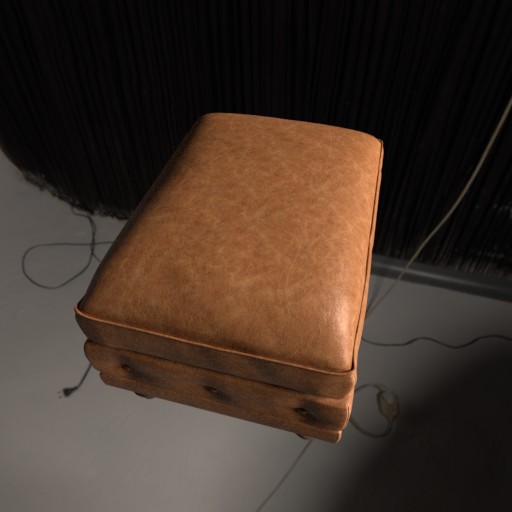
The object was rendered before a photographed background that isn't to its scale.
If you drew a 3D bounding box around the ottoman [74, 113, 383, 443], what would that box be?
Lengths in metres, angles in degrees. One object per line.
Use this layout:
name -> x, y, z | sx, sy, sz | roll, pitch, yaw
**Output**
ottoman -> 0.000, 0.000, 1.075 | 0.533, 0.480, 0.710 | 11, 47, 10
